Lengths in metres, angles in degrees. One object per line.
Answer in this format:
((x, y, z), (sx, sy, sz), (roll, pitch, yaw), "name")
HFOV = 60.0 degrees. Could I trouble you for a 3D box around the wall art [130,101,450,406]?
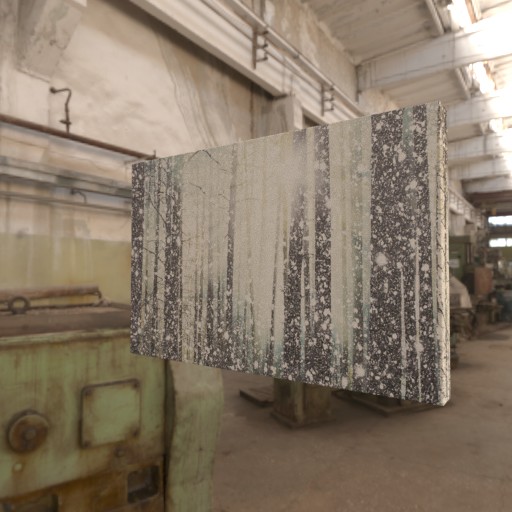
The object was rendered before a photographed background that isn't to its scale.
((0.000, 0.000, 0.769), (0.618, 0.398, 0.042), (-1, -2, 36), "wall art")
